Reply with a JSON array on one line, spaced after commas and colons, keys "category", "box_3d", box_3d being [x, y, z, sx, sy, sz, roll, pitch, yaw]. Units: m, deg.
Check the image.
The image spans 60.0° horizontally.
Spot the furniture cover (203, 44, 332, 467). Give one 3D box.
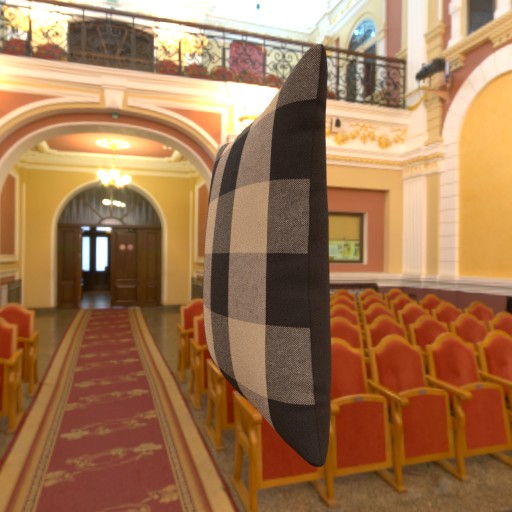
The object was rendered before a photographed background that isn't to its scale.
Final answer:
[{"category": "furniture cover", "box_3d": [0.000, 0.000, 0.769, 0.161, 0.509, 0.511, 0, 0, -18]}]
